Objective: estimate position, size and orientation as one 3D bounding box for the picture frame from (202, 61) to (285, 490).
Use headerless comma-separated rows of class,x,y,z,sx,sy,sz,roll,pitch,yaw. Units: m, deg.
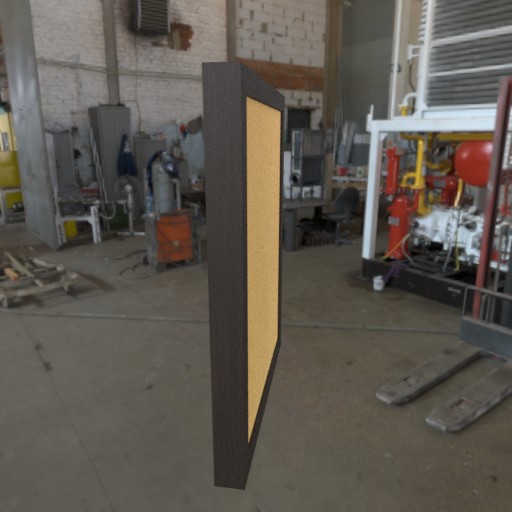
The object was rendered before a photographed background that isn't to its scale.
picture frame,0.000,0.000,0.766,0.044,0.555,0.452,3,15,9
